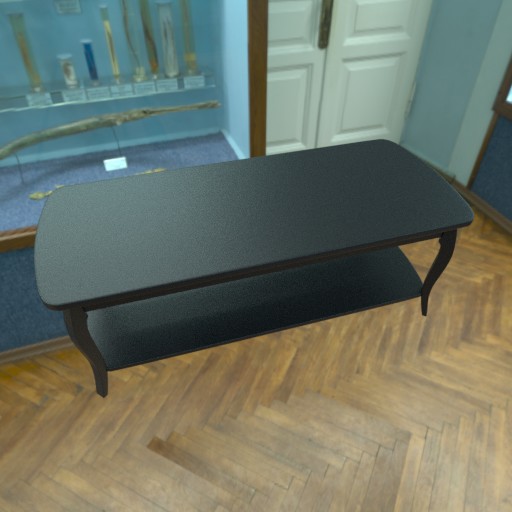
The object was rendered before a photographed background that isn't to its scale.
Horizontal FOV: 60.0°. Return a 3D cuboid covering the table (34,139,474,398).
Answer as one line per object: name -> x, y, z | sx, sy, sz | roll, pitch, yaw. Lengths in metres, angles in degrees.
table -> 0.000, 0.000, 1.572 | 1.333, 0.457, 0.571 | -11, 43, -13
